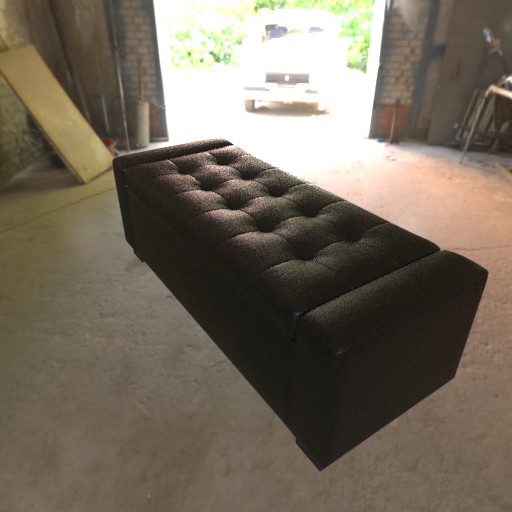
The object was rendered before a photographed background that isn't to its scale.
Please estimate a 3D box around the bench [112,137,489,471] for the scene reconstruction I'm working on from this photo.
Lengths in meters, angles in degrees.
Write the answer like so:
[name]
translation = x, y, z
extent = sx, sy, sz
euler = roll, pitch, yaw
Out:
[bench]
translation = 0.000, 0.000, 1.512
extent = 0.508, 0.445, 1.296
euler = -20, 37, -28
